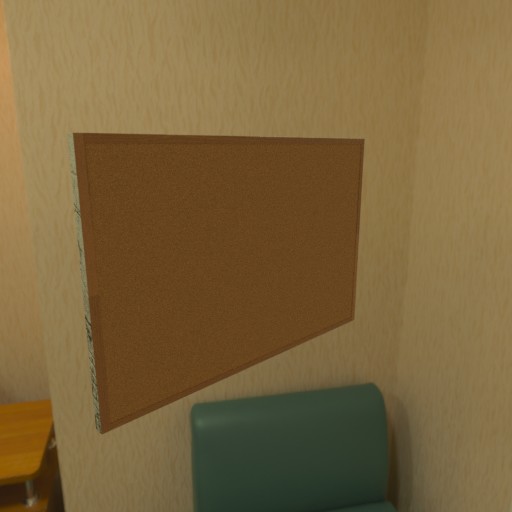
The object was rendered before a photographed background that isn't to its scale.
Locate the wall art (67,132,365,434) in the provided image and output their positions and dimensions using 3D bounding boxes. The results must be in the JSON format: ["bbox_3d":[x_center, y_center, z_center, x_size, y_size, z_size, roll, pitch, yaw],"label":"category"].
[{"bbox_3d":[0.000,0.000,1.456,1.141,0.758,0.035,-13,19,-42],"label":"wall art"}]
